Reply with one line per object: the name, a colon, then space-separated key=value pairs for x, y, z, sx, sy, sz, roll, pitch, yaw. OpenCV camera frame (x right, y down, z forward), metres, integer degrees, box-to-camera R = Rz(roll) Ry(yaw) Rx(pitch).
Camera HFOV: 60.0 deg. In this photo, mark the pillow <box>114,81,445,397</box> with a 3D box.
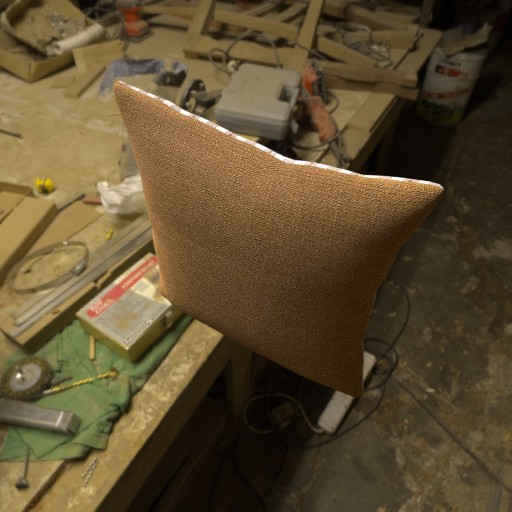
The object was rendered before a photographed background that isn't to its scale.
pillow: x=0.000 y=0.000 z=0.659 sx=0.432 sy=0.437 sz=0.147 roll=23 pitch=50 yaw=21
